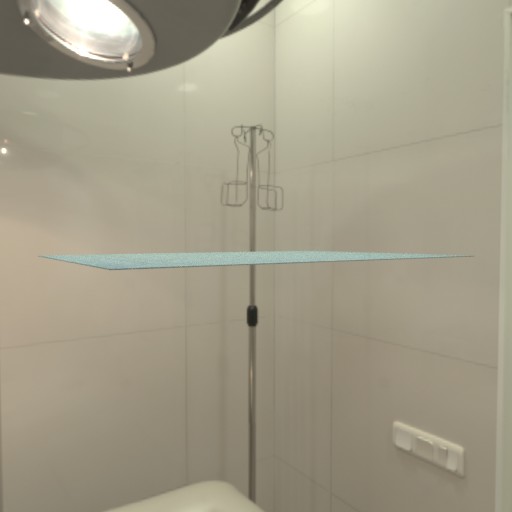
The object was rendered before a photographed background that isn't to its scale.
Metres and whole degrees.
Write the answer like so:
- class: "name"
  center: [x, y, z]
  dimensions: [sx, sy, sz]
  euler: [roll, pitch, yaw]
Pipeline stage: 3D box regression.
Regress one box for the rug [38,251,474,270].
- class: "rug"
  center: [0.000, 0.000, 3.564]
  dimensions: [2.895, 0.006, 1.982]
  euler: [-1, 3, -34]
